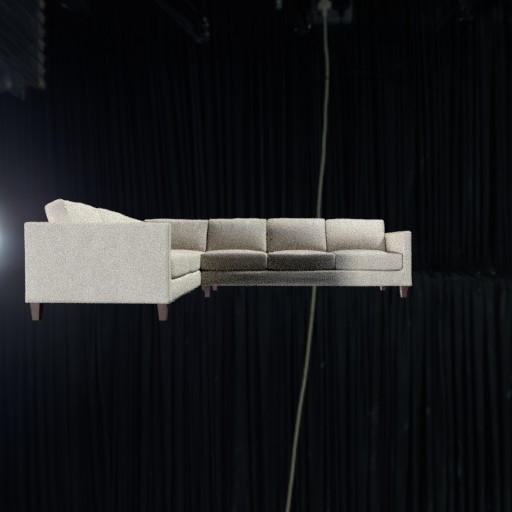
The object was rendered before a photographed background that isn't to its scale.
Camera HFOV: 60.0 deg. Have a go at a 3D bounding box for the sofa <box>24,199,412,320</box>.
[{"bbox_3d":[0.000,0.000,4.242,3.182,0.863,2.432,0,1,1],"label":"sofa"}]
